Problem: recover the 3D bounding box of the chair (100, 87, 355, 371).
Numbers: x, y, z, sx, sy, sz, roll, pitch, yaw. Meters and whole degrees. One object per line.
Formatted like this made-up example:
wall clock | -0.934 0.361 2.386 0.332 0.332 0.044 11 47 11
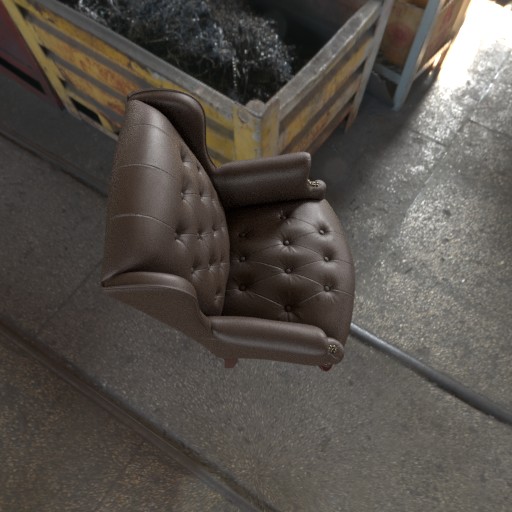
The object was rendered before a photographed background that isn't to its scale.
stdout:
chair | 0.000 0.000 1.703 0.819 1.132 0.829 -1 64 0
